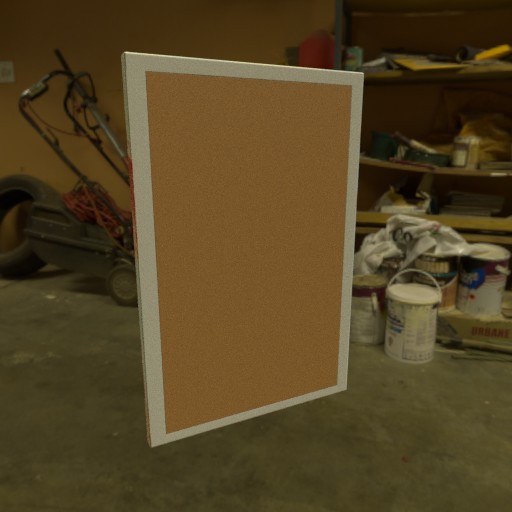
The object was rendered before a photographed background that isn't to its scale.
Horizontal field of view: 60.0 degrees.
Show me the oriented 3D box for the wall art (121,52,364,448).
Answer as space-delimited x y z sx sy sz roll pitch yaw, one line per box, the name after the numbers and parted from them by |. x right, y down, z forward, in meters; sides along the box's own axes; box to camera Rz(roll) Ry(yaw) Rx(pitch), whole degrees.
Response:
0.000 0.000 1.139 0.605 0.915 0.037 -7 16 -26 | wall art
